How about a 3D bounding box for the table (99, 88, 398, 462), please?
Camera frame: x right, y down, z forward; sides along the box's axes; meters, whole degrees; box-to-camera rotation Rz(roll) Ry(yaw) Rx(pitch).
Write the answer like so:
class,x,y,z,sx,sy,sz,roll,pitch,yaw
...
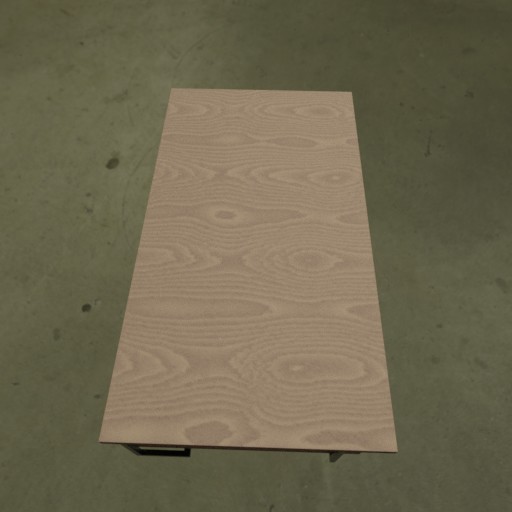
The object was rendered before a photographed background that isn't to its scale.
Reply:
class,x,y,z,sx,sy,sz,roll,pitch,yaw
table,0.000,0.000,1.426,0.651,0.347,1.197,2,58,1
